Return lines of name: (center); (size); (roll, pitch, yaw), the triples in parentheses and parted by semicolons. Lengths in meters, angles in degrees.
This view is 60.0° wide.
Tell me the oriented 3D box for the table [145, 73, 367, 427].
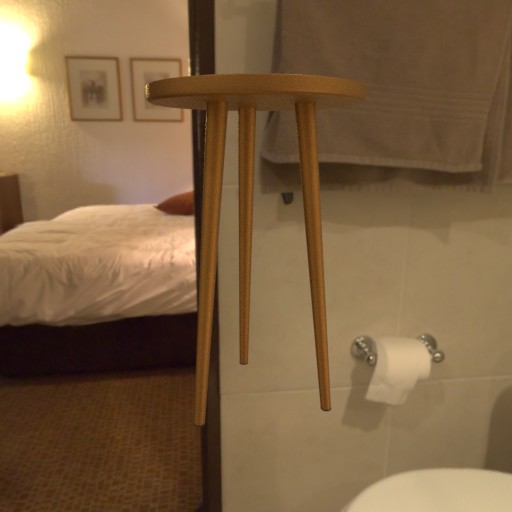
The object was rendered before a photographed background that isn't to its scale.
table: (0.000, 0.000, 0.677); (0.299, 0.480, 0.299); (-14, 20, -43)
